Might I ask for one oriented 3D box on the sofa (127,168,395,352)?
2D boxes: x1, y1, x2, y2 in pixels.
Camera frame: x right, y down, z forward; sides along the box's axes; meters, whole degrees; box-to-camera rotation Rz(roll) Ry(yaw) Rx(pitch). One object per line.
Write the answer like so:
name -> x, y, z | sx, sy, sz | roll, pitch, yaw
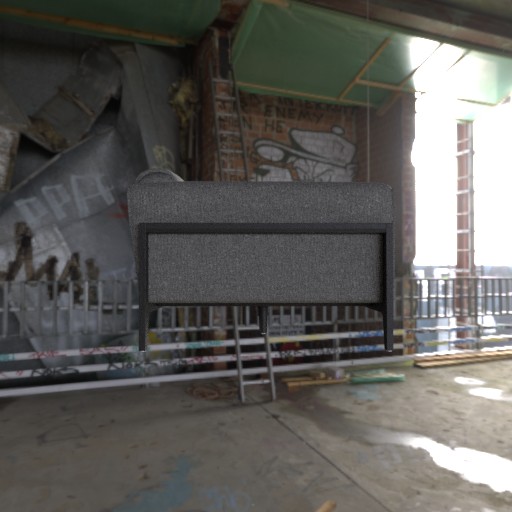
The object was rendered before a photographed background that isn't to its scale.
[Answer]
sofa -> 0.000, 0.000, 2.570 | 0.985, 0.703, 2.125 | 0, -1, -1
